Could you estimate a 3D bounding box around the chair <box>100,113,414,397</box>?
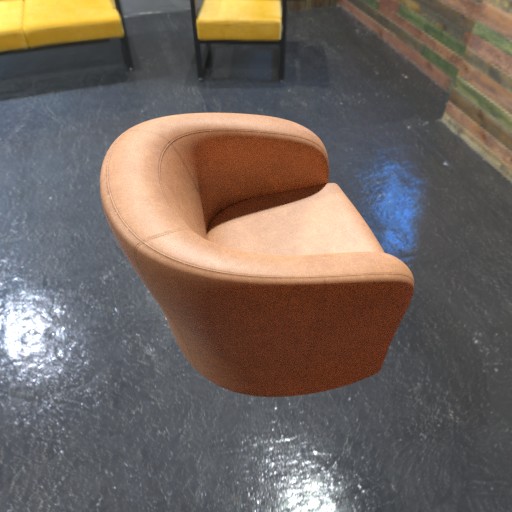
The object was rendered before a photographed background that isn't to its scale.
[{"bbox_3d":[0.000,0.000,1.445,0.815,0.771,0.791,-11,47,-10],"label":"chair"}]
